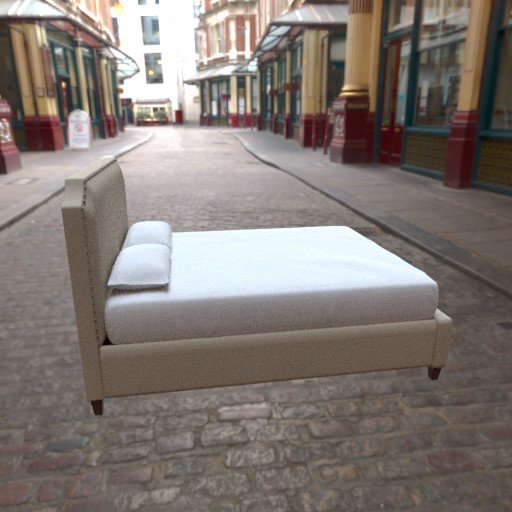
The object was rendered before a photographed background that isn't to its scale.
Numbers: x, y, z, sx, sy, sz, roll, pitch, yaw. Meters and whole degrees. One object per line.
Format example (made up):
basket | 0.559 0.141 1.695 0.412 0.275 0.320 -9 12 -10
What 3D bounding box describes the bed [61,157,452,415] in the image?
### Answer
bed | 0.000 0.000 3.428 2.329 1.415 1.703 -3 17 -9
